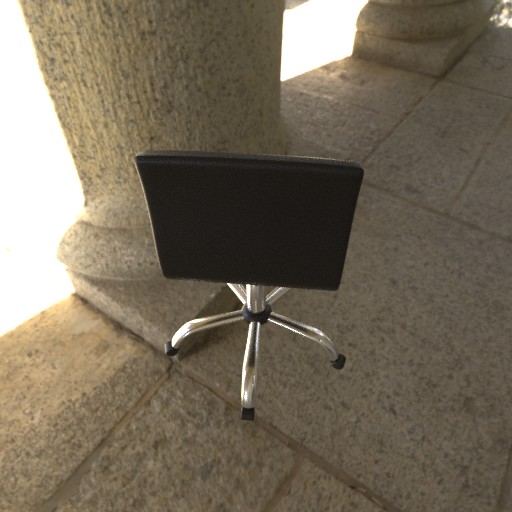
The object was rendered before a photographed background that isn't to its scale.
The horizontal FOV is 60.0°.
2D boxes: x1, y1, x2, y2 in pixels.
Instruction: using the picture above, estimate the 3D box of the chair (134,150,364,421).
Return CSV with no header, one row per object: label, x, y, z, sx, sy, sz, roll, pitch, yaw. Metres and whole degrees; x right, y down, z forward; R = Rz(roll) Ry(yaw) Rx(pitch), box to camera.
chair,0.000,0.000,1.123,0.556,0.780,0.530,4,46,4
